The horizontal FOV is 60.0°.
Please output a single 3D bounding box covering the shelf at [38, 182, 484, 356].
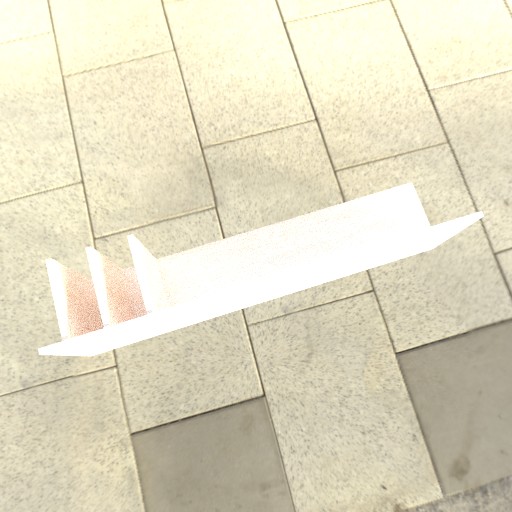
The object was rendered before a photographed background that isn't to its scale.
[{"bbox_3d":[0.000,0.000,1.136,1.020,0.300,0.200,-17,77,-4],"label":"shelf"}]
